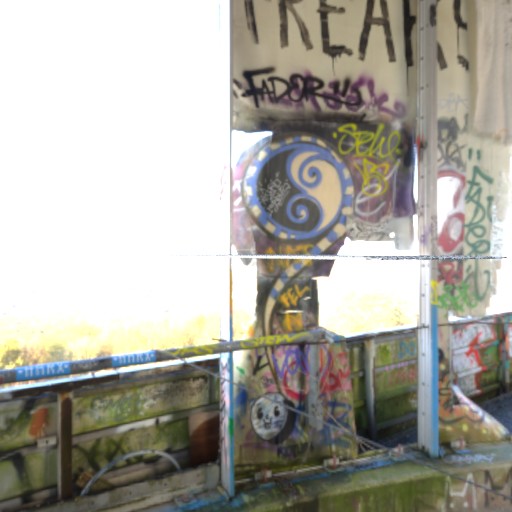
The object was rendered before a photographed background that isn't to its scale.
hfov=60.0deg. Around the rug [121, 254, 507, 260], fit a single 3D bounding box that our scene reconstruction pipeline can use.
[{"bbox_3d":[0.000,0.000,2.572,0.786,0.013,2.480,0,0,-35],"label":"rug"}]
